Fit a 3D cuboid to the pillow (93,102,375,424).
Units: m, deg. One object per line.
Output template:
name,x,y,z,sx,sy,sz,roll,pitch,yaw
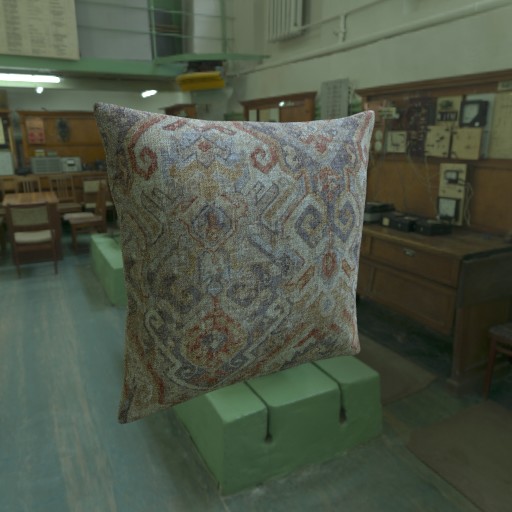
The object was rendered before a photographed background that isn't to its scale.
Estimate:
pillow,0.000,0.000,0.791,0.523,0.506,0.166,-8,17,-28
